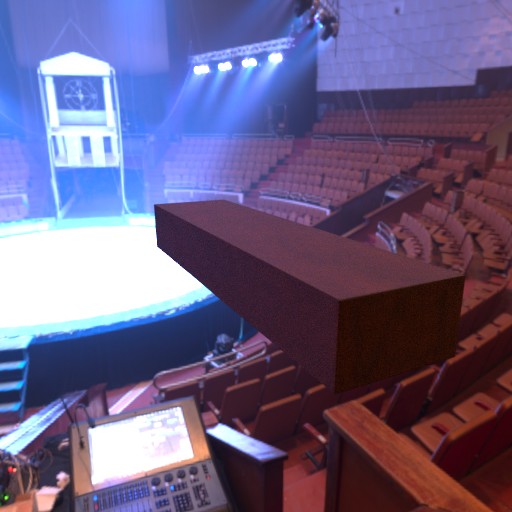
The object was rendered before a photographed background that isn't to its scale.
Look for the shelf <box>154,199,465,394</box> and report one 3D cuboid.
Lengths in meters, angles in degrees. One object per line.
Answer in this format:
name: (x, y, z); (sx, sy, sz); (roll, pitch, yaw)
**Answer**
shelf: (0.000, 0.000, 0.672); (0.152, 0.088, 0.607); (-8, 17, -26)
